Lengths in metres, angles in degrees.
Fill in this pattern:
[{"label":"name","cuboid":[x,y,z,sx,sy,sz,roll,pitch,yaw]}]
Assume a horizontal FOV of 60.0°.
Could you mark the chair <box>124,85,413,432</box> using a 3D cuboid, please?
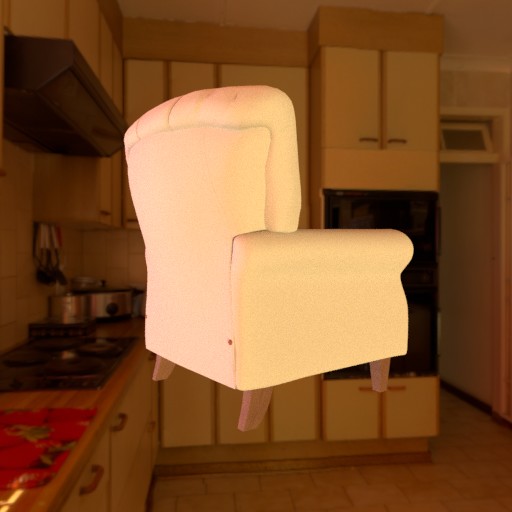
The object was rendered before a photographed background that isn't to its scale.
[{"label":"chair","cuboid":[0.000,0.000,2.061,1.128,1.217,1.090,0,1,-36]}]
